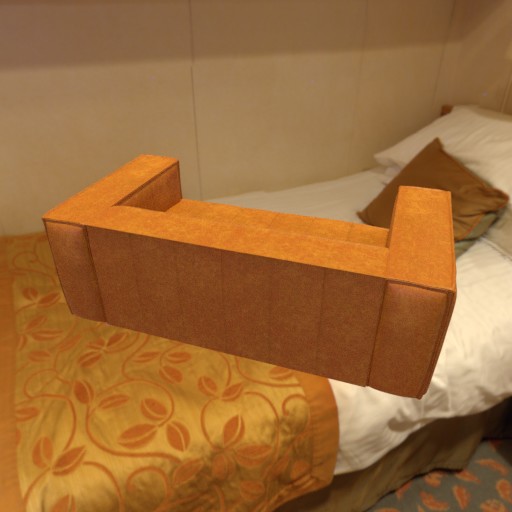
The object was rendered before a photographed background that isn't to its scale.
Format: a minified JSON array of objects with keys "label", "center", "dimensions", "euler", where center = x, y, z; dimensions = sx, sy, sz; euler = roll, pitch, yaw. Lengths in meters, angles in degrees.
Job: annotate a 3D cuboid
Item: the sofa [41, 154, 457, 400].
[{"label":"sofa","center":[0.000,0.000,2.624],"dimensions":[2.088,0.703,1.102],"euler":[10,33,16]}]
